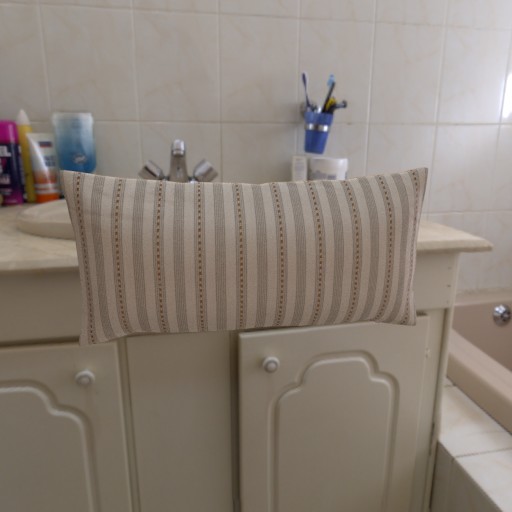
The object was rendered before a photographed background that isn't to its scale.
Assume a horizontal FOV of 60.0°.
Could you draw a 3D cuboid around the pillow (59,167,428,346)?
[{"bbox_3d":[0.000,0.000,0.754,0.608,0.291,0.151,-2,15,-8],"label":"pillow"}]
